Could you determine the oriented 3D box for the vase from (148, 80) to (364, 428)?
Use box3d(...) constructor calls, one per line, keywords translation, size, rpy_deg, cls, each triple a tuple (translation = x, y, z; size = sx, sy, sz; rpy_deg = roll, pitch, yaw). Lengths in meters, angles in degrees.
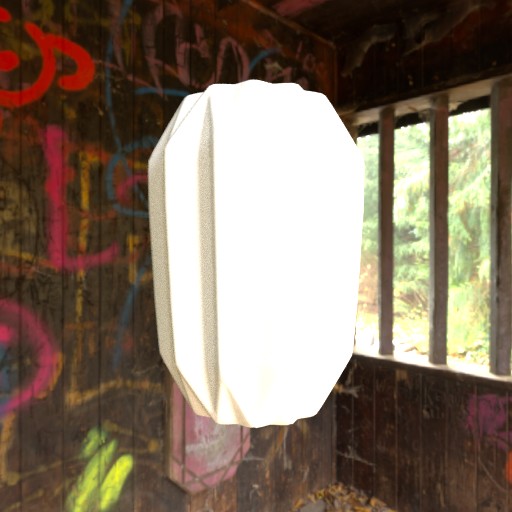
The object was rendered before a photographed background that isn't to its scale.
box3d(translation=(0.000, 0.000, 0.410), size=(0.195, 0.275, 0.195), rpy_deg=(0, 0, 0), cls="vase")
